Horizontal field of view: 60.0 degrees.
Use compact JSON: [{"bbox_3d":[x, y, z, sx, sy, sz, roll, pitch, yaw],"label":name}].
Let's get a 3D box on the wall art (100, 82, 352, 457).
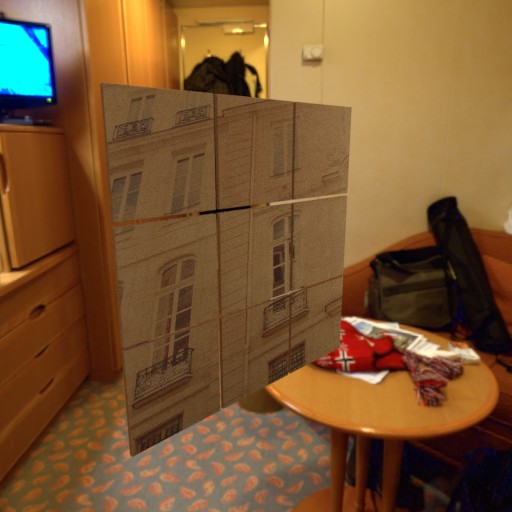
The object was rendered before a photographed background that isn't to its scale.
[{"bbox_3d":[0.000,0.000,1.354,0.915,0.913,0.018,-13,19,-43],"label":"wall art"}]
